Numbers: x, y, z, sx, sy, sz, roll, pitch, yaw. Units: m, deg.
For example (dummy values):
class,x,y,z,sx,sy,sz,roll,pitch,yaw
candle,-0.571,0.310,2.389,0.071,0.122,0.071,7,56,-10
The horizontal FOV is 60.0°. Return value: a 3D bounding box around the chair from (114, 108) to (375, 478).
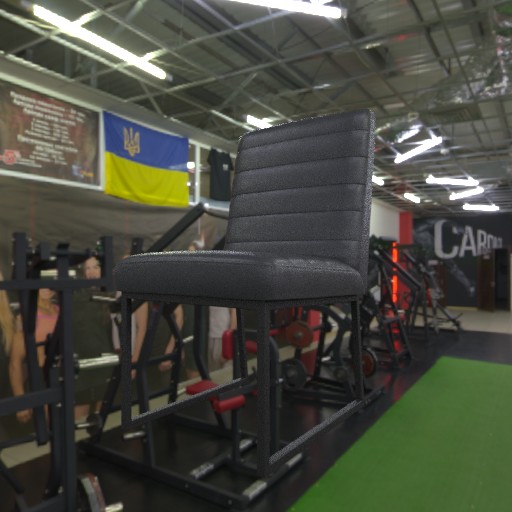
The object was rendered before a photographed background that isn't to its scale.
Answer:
class,x,y,z,sx,sy,sz,roll,pitch,yaw
chair,0.000,0.000,1.301,0.520,0.930,0.634,0,0,35
